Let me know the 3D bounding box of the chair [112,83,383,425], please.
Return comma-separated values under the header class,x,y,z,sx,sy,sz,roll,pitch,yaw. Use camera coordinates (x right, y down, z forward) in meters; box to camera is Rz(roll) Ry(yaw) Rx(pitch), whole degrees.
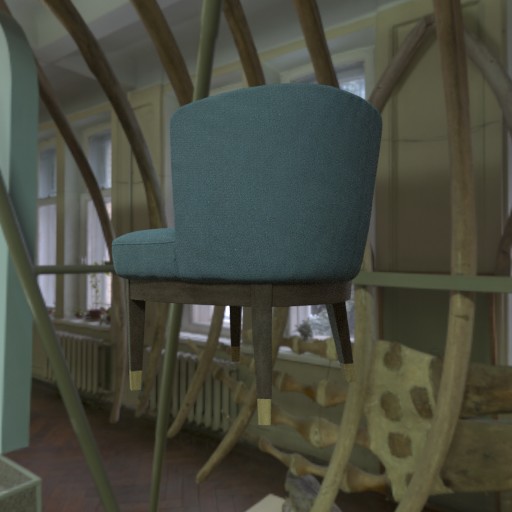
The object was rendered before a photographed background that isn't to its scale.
class,x,y,z,sx,sy,sz,roll,pitch,yaw
chair,0.000,0.000,1.292,0.702,0.760,0.661,-1,-1,37
